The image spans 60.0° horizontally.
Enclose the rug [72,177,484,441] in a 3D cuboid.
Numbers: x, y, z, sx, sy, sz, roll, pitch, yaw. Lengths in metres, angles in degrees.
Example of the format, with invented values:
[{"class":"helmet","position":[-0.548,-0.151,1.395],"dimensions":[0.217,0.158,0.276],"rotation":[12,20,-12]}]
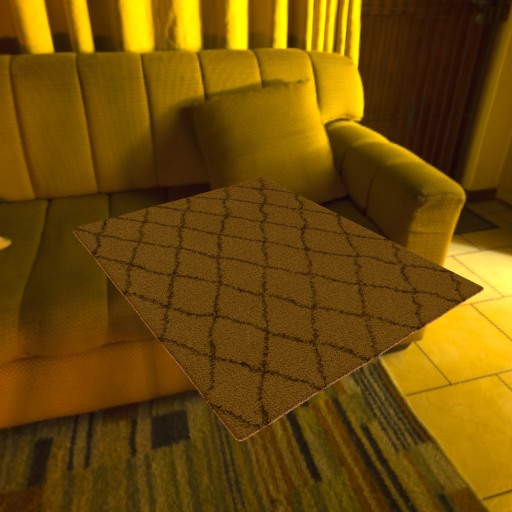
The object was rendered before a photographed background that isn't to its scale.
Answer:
[{"class":"rug","position":[0.000,0.000,4.071],"dimensions":[2.438,0.029,3.047],"rotation":[-21,37,-30]}]
